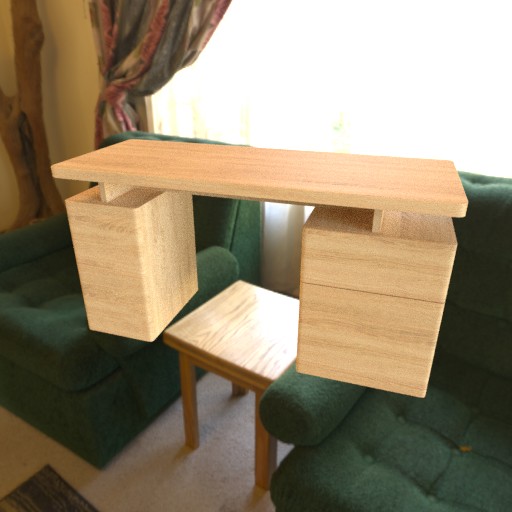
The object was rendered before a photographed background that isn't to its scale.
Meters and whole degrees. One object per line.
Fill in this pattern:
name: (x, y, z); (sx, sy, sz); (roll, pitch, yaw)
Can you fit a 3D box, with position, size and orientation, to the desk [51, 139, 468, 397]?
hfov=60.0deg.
desk: (0.000, 0.000, 1.803); (1.400, 0.760, 0.550); (8, 26, 16)
